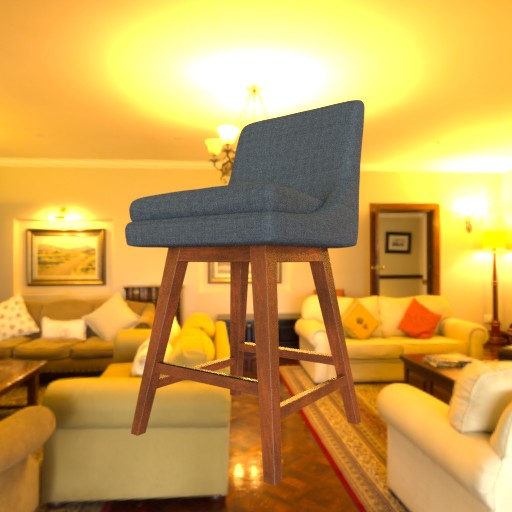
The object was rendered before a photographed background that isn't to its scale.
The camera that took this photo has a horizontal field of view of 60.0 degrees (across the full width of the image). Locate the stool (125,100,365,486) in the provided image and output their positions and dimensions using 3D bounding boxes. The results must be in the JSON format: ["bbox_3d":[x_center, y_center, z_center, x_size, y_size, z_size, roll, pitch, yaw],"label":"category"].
[{"bbox_3d":[0.000,0.000,1.187,0.467,0.895,0.524,0,0,36],"label":"stool"}]
